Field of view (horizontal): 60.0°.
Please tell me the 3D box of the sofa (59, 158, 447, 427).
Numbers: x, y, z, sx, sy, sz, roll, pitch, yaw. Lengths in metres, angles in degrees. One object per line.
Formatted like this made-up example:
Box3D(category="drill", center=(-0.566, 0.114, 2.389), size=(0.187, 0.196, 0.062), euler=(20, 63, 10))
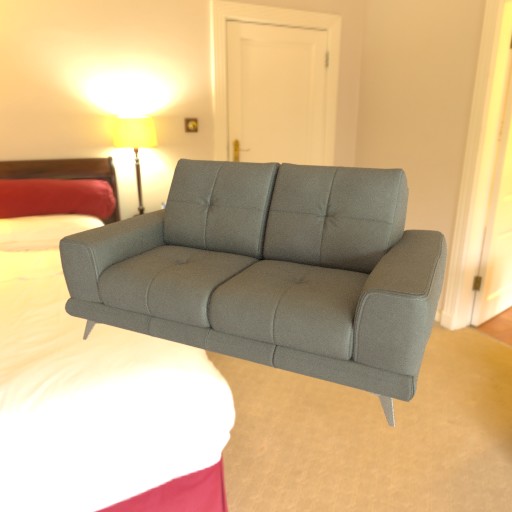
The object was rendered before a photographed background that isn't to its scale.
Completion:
Box3D(category="sofa", center=(0.000, 0.000, 2.311), size=(1.806, 0.907, 1.018), euler=(8, 19, 25))
